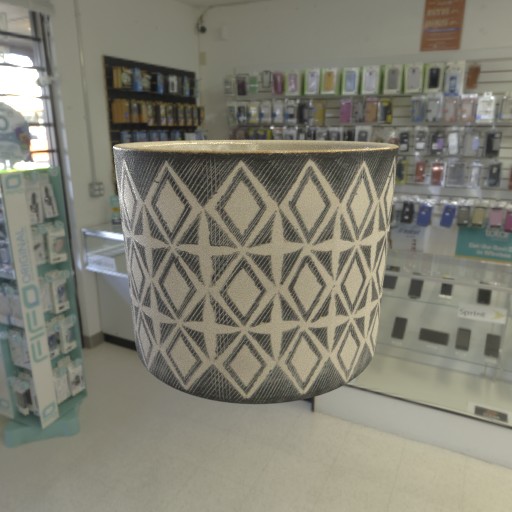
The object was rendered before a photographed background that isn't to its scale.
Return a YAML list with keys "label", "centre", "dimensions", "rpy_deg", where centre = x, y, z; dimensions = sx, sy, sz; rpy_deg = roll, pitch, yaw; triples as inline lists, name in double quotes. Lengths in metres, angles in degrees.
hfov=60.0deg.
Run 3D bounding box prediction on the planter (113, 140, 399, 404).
- label: "planter"
  centre: [0.000, 0.000, 0.335]
  dimensions: [0.192, 0.165, 0.192]
  rpy_deg: [0, 16, 0]
